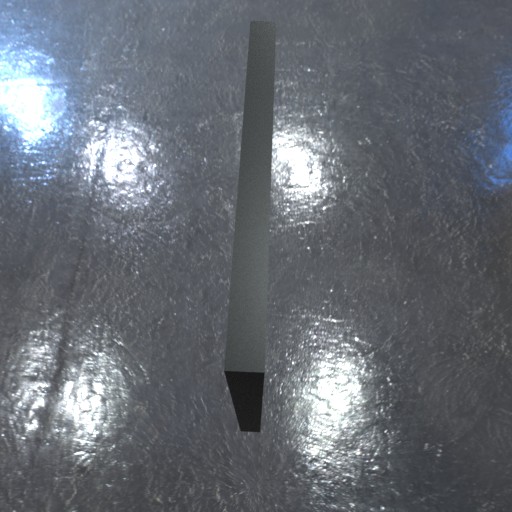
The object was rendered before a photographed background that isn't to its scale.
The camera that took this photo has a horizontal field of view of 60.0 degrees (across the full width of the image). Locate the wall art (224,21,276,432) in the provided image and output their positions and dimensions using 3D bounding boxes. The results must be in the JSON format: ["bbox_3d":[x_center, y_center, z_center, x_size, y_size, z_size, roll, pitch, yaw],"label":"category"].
[{"bbox_3d":[0.000,0.000,0.752,0.038,0.506,0.506,2,63,1],"label":"wall art"}]
